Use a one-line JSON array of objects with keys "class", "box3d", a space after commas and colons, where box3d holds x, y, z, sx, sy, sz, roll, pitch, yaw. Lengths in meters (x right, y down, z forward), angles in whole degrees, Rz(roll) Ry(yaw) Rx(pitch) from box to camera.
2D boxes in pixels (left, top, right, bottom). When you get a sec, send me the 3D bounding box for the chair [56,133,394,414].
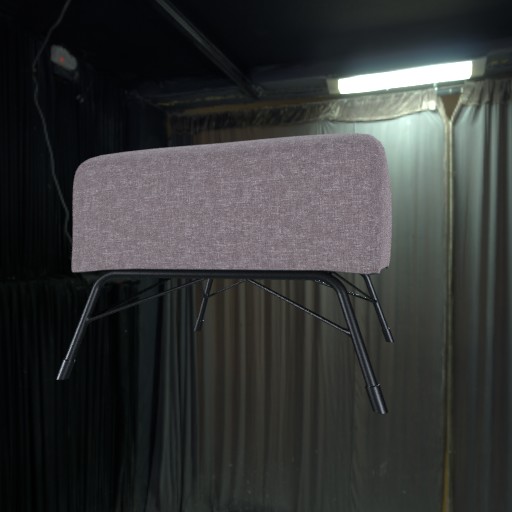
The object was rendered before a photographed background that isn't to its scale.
[{"class": "chair", "box3d": [0.000, 0.000, 0.903, 0.530, 0.410, 0.530, 0, 0, 18]}]
